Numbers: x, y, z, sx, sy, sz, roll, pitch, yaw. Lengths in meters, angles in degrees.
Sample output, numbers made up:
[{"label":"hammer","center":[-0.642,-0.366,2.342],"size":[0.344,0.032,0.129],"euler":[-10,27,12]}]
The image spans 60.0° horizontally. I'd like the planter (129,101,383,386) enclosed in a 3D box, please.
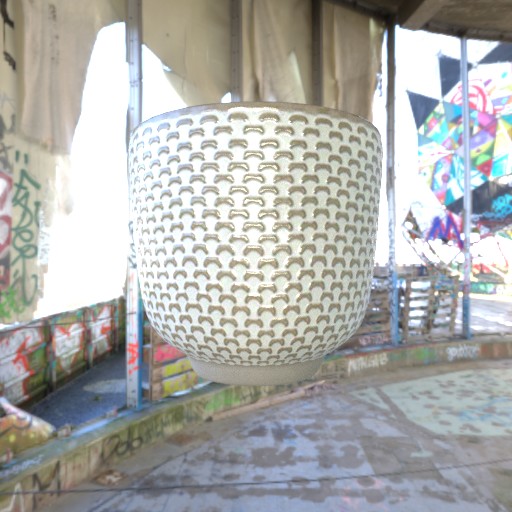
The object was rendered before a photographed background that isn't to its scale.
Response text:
[{"label":"planter","center":[0.000,0.000,0.312],"size":[0.173,0.160,0.173],"euler":[0,0,0]}]
